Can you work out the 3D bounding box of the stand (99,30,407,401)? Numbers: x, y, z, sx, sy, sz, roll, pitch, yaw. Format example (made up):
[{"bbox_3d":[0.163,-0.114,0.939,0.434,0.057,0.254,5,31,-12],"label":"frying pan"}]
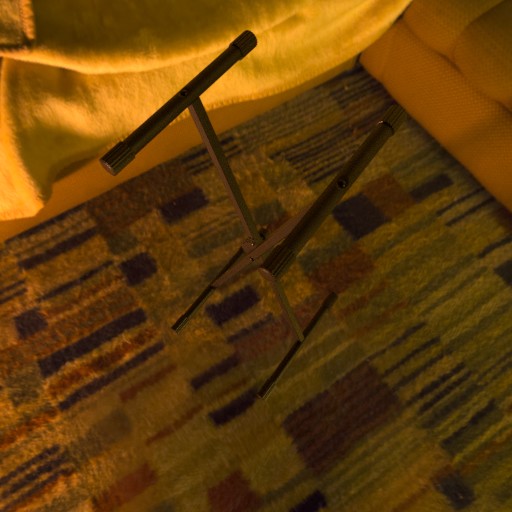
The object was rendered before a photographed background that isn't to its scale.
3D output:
[{"bbox_3d":[0.000,0.000,1.166,0.409,0.940,0.449,34,68,15],"label":"stand"}]
